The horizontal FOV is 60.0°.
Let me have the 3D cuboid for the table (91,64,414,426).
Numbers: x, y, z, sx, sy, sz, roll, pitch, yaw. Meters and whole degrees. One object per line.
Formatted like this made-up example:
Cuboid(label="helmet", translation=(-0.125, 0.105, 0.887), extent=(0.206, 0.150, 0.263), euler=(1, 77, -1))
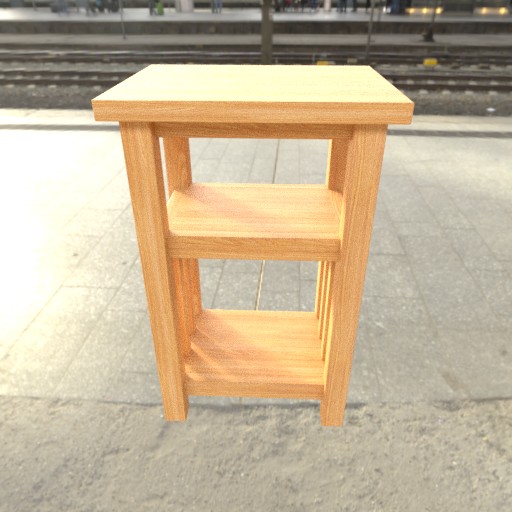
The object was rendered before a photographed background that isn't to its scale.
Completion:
Cuboid(label="table", translation=(0.000, 0.000, 0.735), extent=(0.350, 0.550, 0.270), euler=(1, 31, 2))
